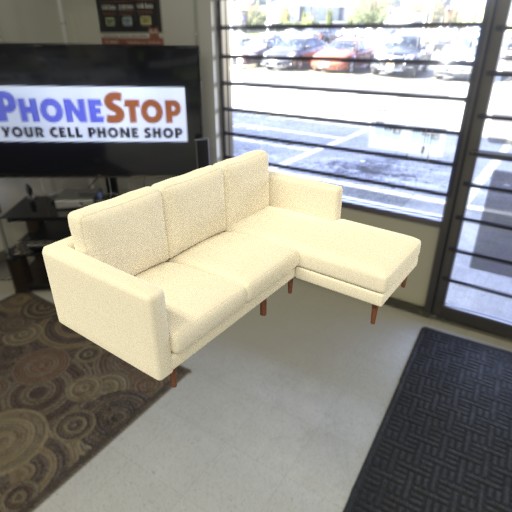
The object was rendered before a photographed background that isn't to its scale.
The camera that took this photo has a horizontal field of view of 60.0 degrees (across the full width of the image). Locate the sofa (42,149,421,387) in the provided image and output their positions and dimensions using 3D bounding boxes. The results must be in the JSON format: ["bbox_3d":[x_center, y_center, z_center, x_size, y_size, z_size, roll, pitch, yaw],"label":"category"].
[{"bbox_3d":[0.000,0.000,2.931,1.580,0.899,2.029,18,32,32],"label":"sofa"}]
